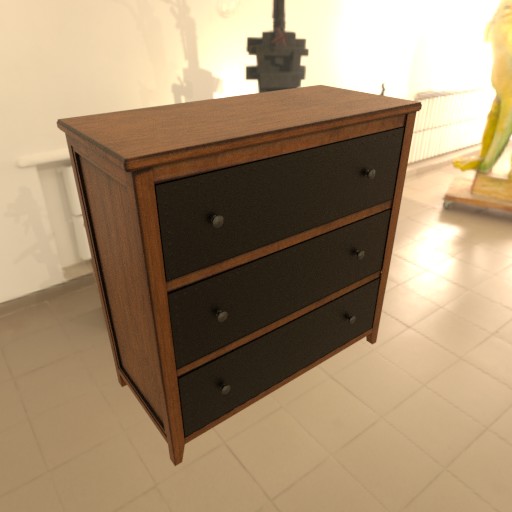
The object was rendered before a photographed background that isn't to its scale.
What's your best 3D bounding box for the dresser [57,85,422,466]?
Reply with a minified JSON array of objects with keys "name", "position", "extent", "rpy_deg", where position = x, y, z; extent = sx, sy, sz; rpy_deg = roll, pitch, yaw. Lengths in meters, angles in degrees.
[{"name":"dresser","position":[0.000,0.000,1.924],"extent":[1.250,1.224,0.591],"rpy_deg":[-21,35,-32]}]
